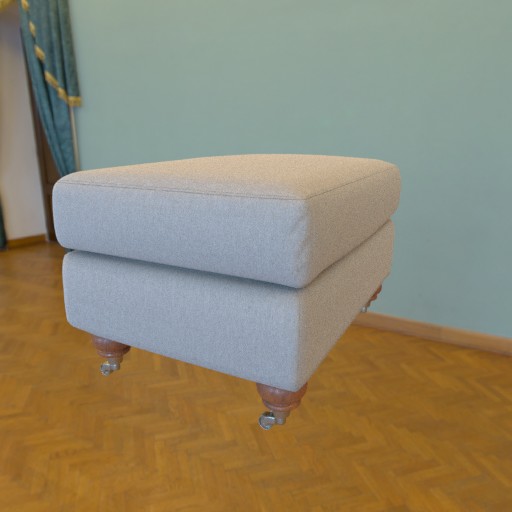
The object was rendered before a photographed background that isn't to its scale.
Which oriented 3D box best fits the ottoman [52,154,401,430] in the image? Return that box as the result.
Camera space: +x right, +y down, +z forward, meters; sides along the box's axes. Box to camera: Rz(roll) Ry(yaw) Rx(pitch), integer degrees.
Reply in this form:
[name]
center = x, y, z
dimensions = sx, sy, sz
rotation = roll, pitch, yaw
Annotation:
[ottoman]
center = 0.000, 0.000, 1.130
dimensions = 0.574, 0.497, 0.773
rotation = 8, 18, 27
